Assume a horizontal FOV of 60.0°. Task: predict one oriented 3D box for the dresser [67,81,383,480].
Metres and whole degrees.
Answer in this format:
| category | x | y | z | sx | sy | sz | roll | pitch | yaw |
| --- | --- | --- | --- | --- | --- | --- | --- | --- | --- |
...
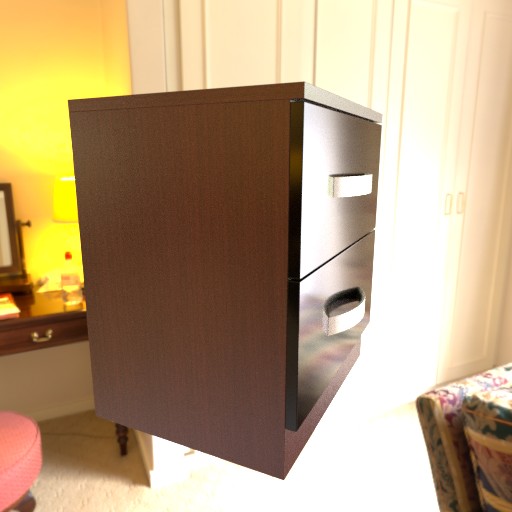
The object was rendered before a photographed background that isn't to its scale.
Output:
| category | x | y | z | sx | sy | sz | roll | pitch | yaw |
| --- | --- | --- | --- | --- | --- | --- | --- | --- | --- |
| dresser | 0.000 | 0.000 | 0.736 | 0.360 | 0.470 | 0.400 | 6 | 14 | 26 |
